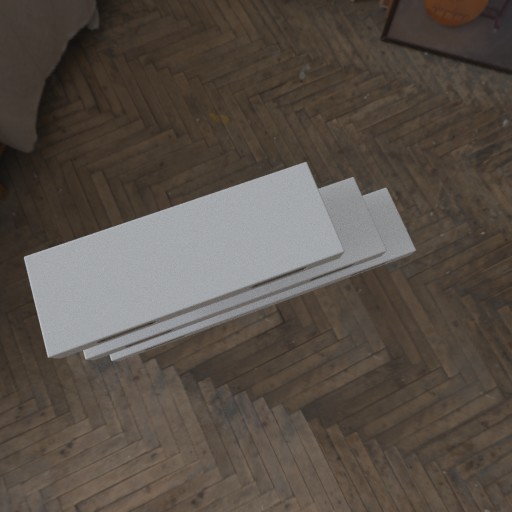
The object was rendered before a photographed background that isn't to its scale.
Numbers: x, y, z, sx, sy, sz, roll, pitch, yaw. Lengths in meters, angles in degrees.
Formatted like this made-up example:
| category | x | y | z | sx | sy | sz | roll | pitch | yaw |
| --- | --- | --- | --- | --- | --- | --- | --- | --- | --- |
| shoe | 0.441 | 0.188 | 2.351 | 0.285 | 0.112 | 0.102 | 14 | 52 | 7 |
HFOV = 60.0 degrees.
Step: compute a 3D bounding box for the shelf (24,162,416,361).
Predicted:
| category | x | y | z | sx | sy | sz | roll | pitch | yaw |
| --- | --- | --- | --- | --- | --- | --- | --- | --- | --- |
| shelf | 0.000 | 0.000 | 0.743 | 0.610 | 0.293 | 0.140 | -19 | 77 | -5 |
